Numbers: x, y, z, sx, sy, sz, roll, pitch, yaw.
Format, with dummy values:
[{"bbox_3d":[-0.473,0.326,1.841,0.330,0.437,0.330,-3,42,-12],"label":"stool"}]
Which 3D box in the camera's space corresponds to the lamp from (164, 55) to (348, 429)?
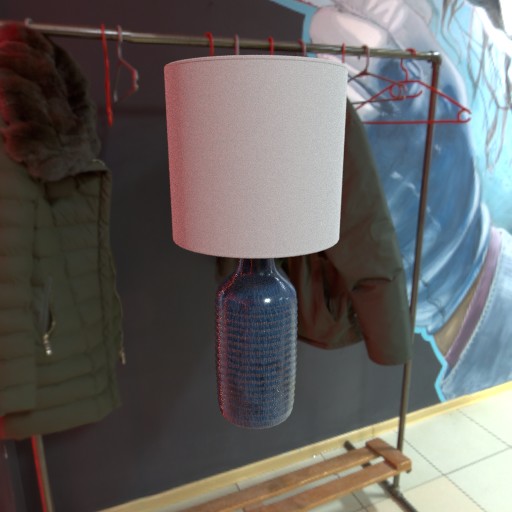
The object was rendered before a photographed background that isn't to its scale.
[{"bbox_3d":[0.000,0.000,0.608,0.220,0.475,0.220,2,16,9],"label":"lamp"}]
